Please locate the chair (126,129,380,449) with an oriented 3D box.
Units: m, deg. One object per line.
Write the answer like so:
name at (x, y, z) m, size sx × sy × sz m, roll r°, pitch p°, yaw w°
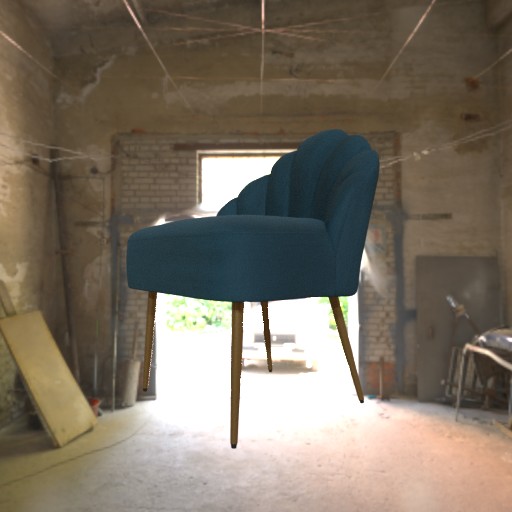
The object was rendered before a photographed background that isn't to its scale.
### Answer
chair at (0.000, 0.000, 1.282) m, size 0.599 × 0.819 × 0.657 m, roll 0°, pitch -1°, yaw -36°
